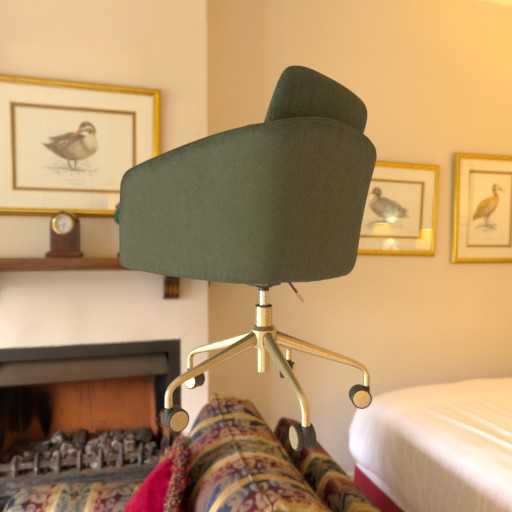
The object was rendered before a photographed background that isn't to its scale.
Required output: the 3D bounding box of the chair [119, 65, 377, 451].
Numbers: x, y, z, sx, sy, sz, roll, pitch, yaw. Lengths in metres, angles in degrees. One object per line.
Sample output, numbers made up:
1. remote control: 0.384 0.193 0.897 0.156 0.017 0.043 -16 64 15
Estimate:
1. chair: 0.000 0.000 1.345 0.635 0.908 0.641 1 2 36
